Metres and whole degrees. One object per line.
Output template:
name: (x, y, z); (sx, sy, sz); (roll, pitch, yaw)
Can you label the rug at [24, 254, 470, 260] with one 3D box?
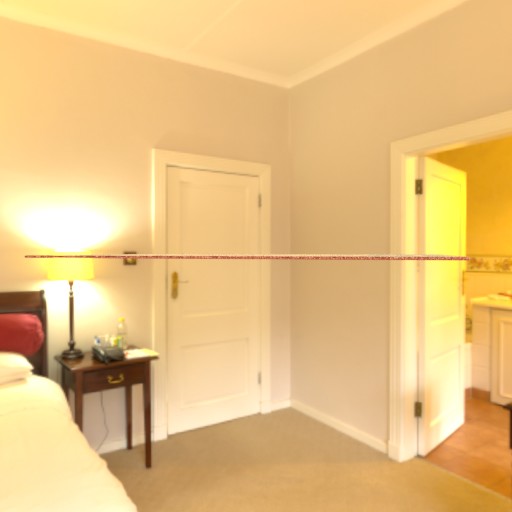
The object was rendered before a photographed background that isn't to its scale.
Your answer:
rug: (0.000, 0.000, 3.011); (2.438, 0.015, 1.524); (0, 1, 18)
